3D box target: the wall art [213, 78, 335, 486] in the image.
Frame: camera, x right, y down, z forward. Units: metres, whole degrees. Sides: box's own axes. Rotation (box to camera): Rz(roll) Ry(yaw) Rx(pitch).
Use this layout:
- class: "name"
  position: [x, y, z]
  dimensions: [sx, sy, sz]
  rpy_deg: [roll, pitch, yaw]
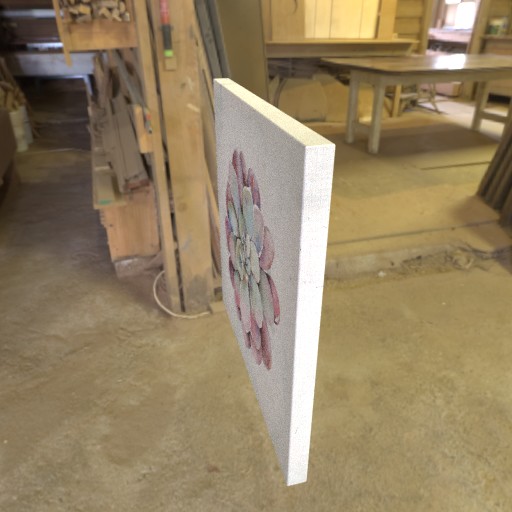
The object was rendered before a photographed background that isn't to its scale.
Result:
- class: "wall art"
  position: [0.000, 0.000, 0.902]
  dimensions: [0.044, 0.605, 0.605]
  rpy_deg: [-7, 29, -13]
